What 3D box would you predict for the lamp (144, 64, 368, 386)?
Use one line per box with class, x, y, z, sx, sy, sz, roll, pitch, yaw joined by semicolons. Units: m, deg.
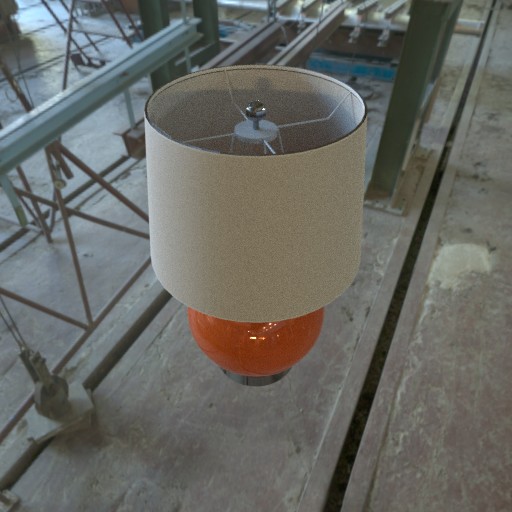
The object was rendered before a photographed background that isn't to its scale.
lamp;0.000;0.000;0.542;0.247;0.387;0.247;0;42;0
